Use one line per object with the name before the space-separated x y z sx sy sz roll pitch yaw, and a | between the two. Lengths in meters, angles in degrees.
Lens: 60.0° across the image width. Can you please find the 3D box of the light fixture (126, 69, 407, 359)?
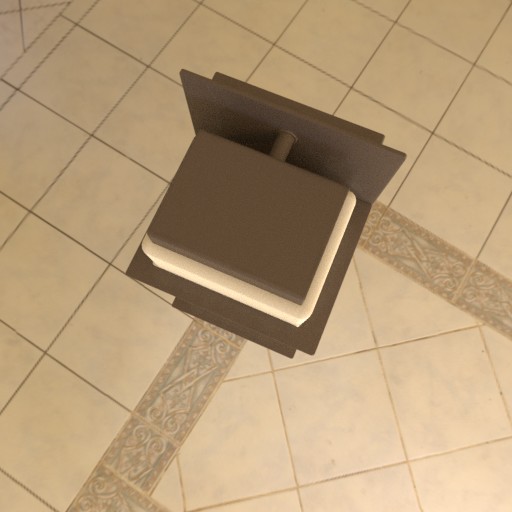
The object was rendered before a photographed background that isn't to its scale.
light fixture | 0.000 0.000 0.432 0.153 0.347 0.146 23 77 5
